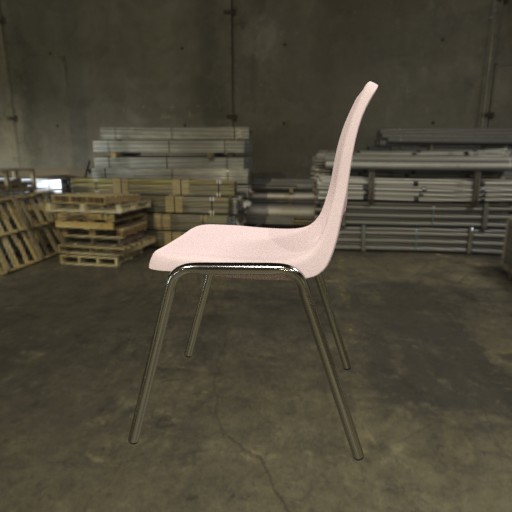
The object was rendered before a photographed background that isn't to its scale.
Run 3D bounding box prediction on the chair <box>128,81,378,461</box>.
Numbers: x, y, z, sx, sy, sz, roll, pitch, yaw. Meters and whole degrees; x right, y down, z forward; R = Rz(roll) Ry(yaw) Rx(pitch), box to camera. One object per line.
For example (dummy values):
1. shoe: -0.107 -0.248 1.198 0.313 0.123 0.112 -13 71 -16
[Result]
1. chair: 0.000 0.000 0.907 0.436 0.653 0.381 2 14 8
